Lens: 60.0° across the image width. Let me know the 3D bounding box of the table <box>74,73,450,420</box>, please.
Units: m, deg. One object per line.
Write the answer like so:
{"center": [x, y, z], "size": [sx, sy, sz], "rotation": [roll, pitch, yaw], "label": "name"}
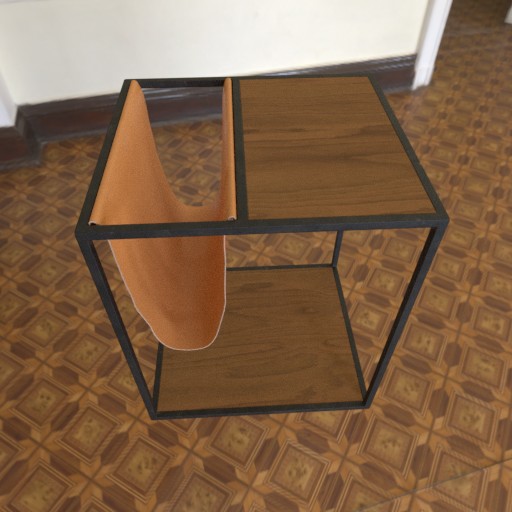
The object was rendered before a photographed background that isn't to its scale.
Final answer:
{"center": [0.000, 0.000, 0.856], "size": [0.450, 0.536, 0.399], "rotation": [-2, 47, -2], "label": "table"}
